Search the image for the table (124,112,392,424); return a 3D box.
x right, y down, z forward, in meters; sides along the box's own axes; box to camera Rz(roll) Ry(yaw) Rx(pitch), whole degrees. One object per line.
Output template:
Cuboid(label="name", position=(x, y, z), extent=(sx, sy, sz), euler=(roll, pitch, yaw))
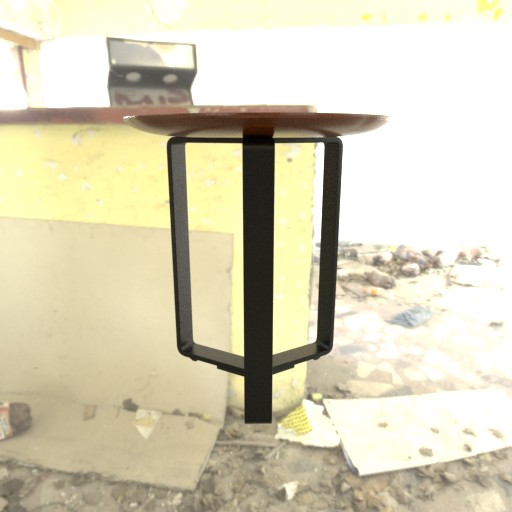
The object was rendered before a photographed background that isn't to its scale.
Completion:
Cuboid(label="table", position=(0.000, 0.000, 0.756), extent=(0.410, 0.450, 0.380), euler=(8, 18, 28))
